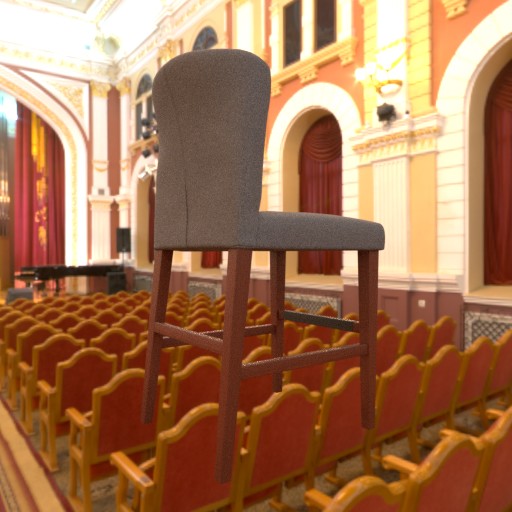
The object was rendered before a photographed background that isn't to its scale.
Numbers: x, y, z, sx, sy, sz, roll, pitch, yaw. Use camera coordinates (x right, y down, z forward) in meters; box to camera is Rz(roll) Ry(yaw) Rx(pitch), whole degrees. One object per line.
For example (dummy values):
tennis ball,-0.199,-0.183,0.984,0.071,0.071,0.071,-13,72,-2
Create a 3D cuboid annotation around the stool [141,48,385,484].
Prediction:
stool,0.000,0.000,1.266,0.568,0.968,0.481,0,0,-36
